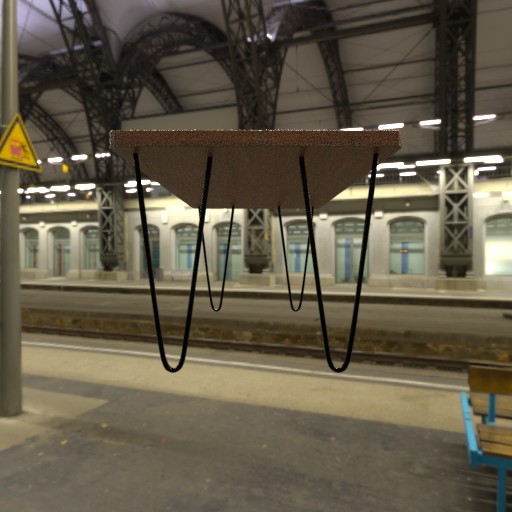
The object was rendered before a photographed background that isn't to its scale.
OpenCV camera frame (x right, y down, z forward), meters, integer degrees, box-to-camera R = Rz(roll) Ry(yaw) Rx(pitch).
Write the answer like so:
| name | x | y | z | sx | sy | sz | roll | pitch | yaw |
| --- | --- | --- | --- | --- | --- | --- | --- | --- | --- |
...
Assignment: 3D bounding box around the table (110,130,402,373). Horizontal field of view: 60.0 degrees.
| name | x | y | z | sx | sy | sz | roll | pitch | yaw |
| --- | --- | --- | --- | --- | --- | --- | --- | --- | --- |
| table | 0.000 | 0.000 | 2.213 | 0.883 | 0.753 | 1.791 | 0 | 0 | 0 |
